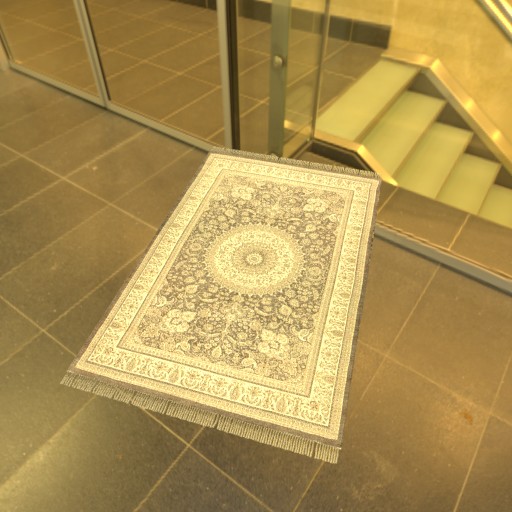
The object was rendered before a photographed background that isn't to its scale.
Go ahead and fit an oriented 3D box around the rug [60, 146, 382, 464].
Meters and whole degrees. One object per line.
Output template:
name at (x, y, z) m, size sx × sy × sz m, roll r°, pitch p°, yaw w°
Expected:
rug at (0.000, 0.000, 4.303) m, size 2.143 × 0.015 × 3.422 m, roll 12°, pitch 47°, yaw 11°
